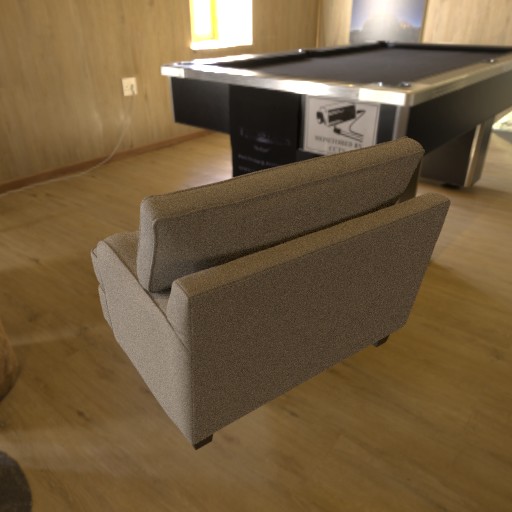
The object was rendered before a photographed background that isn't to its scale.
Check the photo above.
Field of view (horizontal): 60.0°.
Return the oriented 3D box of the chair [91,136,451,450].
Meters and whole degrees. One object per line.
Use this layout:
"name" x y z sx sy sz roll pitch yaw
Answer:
"chair" 0.000 0.000 1.983 1.220 1.016 1.040 -19 35 -30
